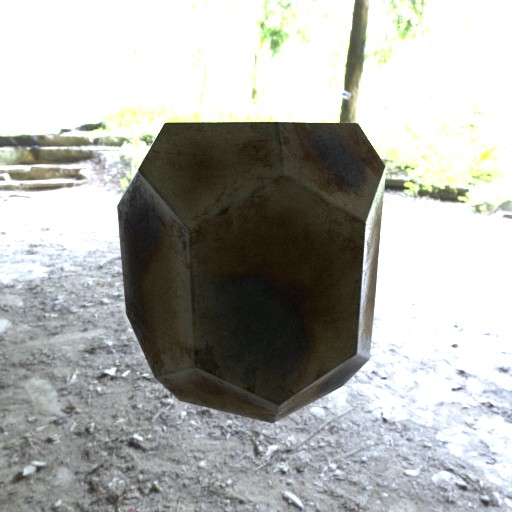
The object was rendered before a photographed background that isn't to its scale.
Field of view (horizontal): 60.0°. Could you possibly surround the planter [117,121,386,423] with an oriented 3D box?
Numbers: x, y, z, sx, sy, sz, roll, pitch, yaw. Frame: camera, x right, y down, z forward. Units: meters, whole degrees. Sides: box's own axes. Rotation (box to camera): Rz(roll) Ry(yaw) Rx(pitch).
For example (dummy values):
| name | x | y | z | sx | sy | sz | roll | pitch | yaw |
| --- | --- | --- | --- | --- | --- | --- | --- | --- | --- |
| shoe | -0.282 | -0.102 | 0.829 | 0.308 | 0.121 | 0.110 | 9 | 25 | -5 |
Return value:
| name | x | y | z | sx | sy | sz | roll | pitch | yaw |
| --- | --- | --- | --- | --- | --- | --- | --- | --- | --- |
| planter | 0.000 | 0.000 | 0.414 | 0.243 | 0.238 | 0.221 | -2 | 16 | -9 |
